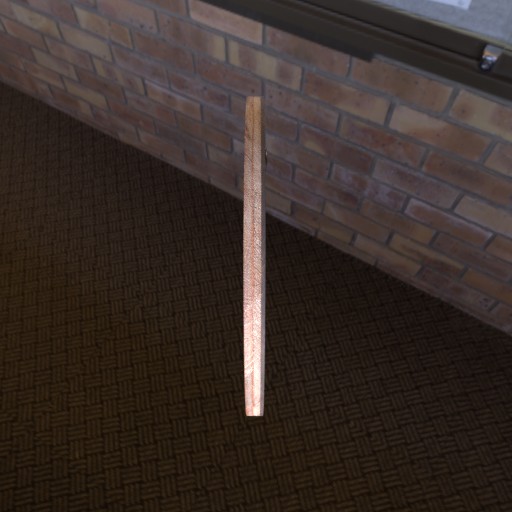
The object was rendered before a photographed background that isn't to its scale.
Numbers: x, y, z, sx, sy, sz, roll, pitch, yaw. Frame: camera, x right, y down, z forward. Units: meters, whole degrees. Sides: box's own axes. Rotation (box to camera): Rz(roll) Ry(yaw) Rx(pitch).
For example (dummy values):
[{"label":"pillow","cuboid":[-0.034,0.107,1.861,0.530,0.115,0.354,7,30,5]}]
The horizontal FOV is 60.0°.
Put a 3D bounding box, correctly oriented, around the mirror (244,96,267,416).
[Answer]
[{"label":"mirror","cuboid":[0.000,0.000,1.050,0.038,0.710,0.710,0,58,0]}]
